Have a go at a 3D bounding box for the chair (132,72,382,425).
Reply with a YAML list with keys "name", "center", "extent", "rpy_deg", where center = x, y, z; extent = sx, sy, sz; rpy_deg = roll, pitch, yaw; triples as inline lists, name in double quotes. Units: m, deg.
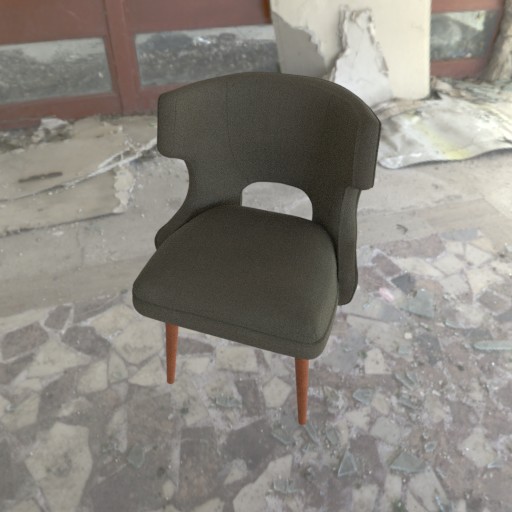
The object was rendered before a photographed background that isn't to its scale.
- name: "chair"
  center: [0.000, 0.000, 1.281]
  extent: [0.595, 0.863, 0.581]
  rpy_deg: [12, 41, 14]
